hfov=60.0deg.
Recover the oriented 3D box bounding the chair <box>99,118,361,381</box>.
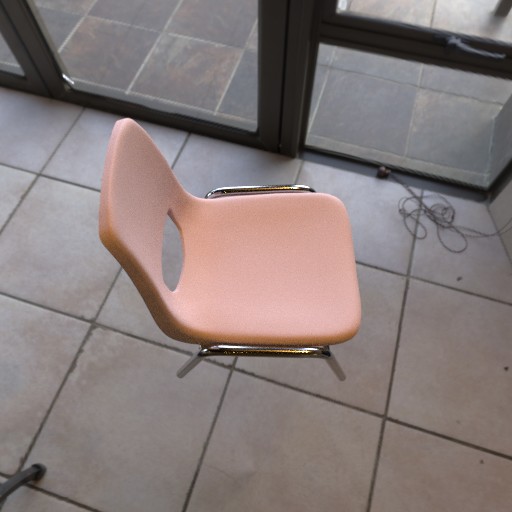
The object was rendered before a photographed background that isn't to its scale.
[{"bbox_3d":[0.000,0.000,0.798,0.385,0.536,0.354,-1,64,0],"label":"chair"}]
